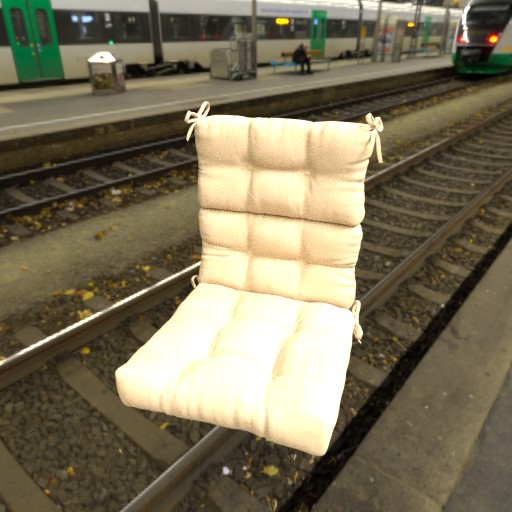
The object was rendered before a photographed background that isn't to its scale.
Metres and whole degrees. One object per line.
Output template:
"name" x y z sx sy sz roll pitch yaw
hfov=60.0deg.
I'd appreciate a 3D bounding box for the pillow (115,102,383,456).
"pillow" 0.000 0.000 1.038 0.519 0.605 0.571 8 28 16
